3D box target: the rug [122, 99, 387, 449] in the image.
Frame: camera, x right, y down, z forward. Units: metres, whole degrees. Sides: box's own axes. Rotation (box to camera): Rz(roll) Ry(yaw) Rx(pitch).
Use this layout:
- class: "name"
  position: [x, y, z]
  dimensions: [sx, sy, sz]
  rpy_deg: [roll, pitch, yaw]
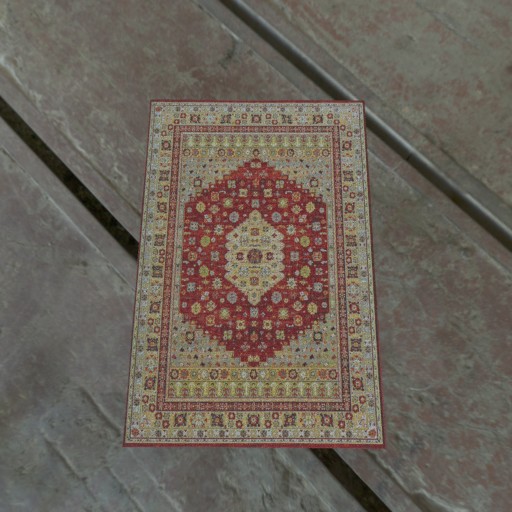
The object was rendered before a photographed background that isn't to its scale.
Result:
- class: "rug"
  position: [0.000, 0.000, 2.238]
  dimensions: [1.194, 0.013, 1.802]
  rpy_deg: [0, 75, 0]
